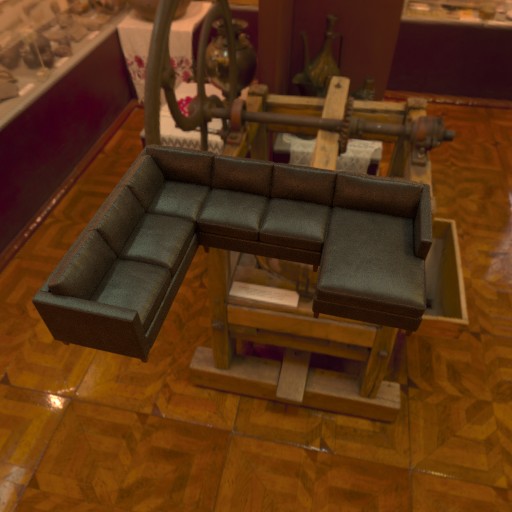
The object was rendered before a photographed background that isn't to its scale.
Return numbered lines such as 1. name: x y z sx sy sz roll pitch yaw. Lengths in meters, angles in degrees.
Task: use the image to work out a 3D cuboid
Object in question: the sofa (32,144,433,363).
1. sofa: 0.000 0.000 4.493 3.324 0.891 2.452 10 47 9
